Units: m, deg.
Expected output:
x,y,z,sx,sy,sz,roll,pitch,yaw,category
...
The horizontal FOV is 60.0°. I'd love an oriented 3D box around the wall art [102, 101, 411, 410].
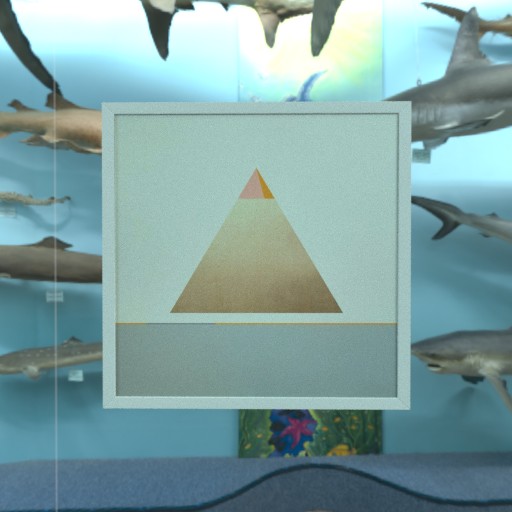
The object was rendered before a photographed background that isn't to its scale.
x,y,z,sx,sy,sz,roll,pitch,yaw,category
0.000,0.000,1.123,0.768,0.765,0.041,0,1,1,wall art
